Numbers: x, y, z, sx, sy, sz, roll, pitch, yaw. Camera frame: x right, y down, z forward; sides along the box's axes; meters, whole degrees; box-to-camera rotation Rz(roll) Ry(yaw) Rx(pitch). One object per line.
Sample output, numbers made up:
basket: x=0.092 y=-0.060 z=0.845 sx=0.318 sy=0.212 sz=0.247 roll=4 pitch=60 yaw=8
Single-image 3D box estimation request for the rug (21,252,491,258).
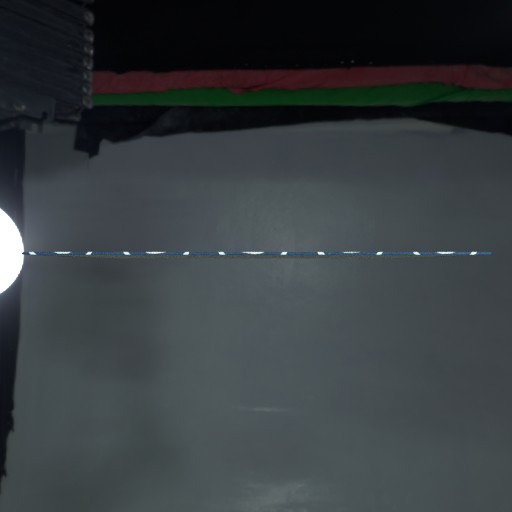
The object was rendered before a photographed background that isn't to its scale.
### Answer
rug: x=0.000 y=0.000 z=2.215 sx=1.753 sy=0.010 sz=1.143 roll=0 pitch=-1 yaw=0
